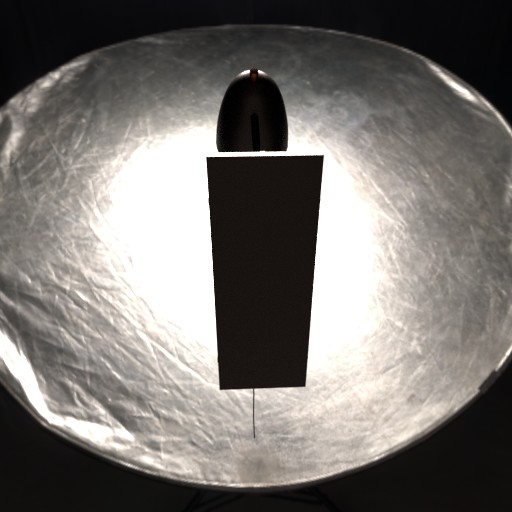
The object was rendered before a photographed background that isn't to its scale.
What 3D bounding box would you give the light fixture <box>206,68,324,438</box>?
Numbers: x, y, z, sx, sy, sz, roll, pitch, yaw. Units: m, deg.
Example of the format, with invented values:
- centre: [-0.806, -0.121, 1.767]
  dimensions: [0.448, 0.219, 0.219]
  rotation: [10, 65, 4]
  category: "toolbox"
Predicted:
- centre: [0.000, 0.000, 0.934]
  dimensions: [0.162, 0.715, 0.499]
  rotation: [-1, 31, -2]
  category: "light fixture"
